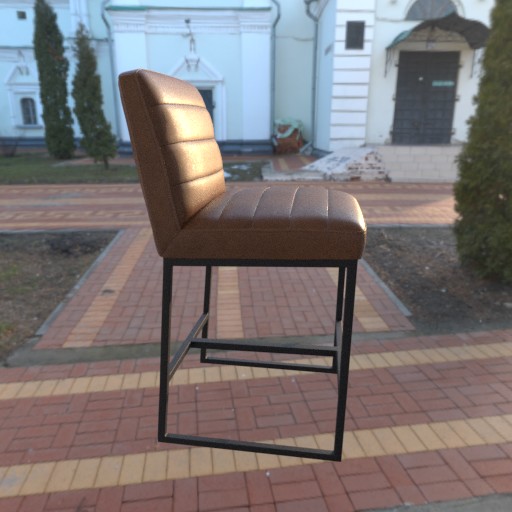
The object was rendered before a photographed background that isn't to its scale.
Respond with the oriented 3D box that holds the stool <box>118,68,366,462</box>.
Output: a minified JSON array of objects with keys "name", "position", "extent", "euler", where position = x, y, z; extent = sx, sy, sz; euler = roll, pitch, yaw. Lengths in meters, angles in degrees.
[{"name":"stool","position":[0.000,0.000,1.235],"extent":[0.556,0.940,0.458],"euler":[3,17,8]}]
